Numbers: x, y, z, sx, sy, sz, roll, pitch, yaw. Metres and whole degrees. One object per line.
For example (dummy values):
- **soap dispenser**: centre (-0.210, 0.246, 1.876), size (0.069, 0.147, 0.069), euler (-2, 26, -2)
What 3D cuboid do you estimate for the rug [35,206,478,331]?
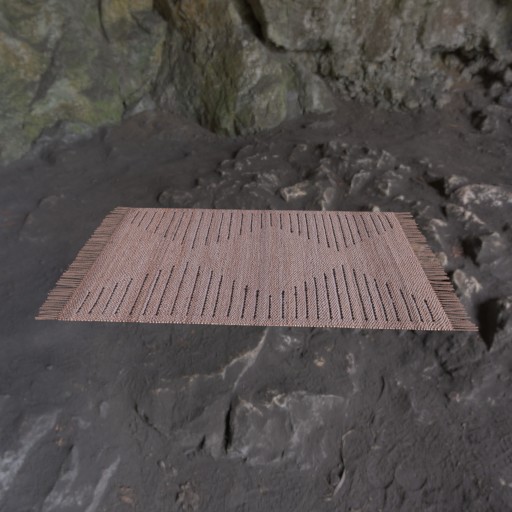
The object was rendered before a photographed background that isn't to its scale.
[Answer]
- **rug**: centre (0.000, 0.000, 2.559), size (2.085, 0.027, 1.224), euler (1, 31, 2)
